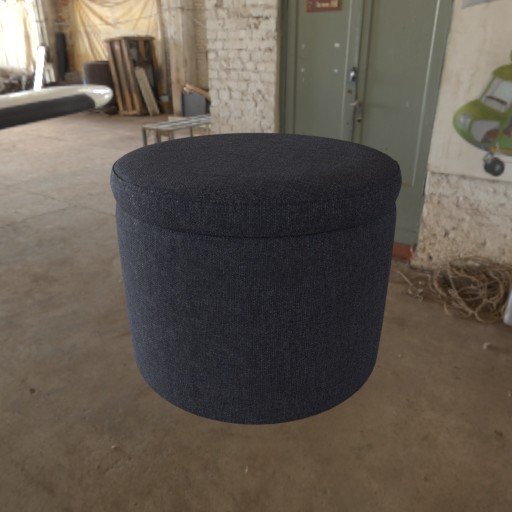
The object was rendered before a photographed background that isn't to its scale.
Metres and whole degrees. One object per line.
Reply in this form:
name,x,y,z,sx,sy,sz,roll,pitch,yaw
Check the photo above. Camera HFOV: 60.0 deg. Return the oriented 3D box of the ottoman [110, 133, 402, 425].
ottoman,0.000,0.000,0.893,0.520,0.430,0.520,0,25,0
